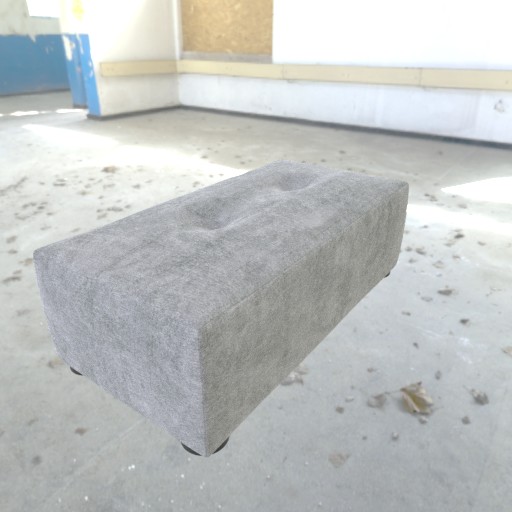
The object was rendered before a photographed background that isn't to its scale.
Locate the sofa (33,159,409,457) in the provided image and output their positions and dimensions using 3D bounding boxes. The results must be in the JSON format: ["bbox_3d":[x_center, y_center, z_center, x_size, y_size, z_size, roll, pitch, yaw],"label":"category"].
[{"bbox_3d":[0.000,0.000,1.154,0.480,0.330,0.930,18,32,32],"label":"sofa"}]
